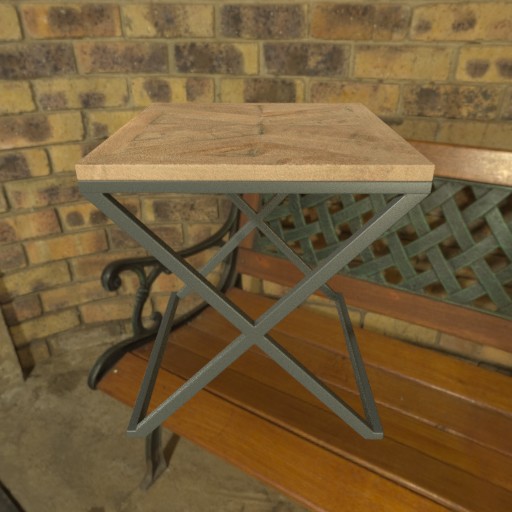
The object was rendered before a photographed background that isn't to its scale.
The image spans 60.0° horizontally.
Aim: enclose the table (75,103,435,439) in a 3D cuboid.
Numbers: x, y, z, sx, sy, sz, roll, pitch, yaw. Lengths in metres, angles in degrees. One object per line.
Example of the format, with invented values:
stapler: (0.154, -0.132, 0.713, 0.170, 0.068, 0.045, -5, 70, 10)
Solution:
table: (0.000, 0.000, 0.952, 0.498, 0.550, 0.499, 0, 28, 0)
